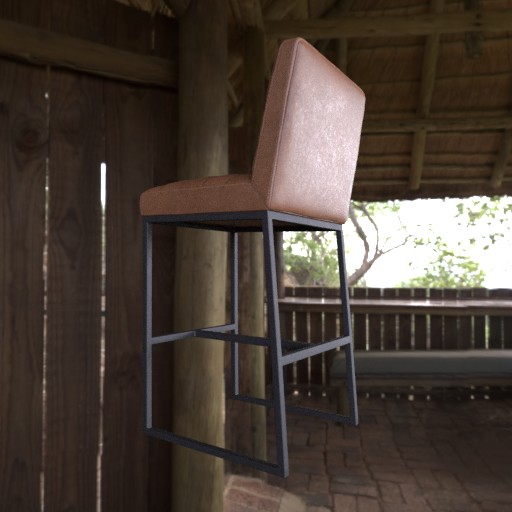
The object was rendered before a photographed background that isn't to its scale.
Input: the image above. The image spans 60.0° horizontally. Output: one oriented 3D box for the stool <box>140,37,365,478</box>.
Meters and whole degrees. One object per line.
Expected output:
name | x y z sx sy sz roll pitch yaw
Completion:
stool | 0.000 0.000 1.345 0.556 1.040 0.458 -1 -2 35
